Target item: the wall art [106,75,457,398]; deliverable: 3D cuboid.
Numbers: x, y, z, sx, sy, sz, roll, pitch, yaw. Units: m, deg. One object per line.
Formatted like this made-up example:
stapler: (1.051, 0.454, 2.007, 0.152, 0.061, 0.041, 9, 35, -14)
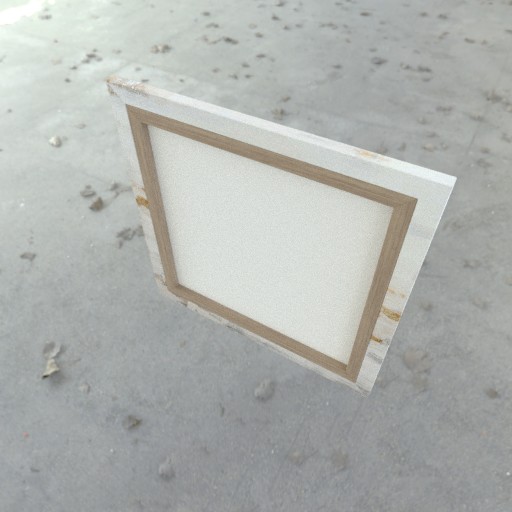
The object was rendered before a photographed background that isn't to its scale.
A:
wall art: (0.000, 0.000, 1.521, 1.015, 1.018, 0.040, 23, 51, 20)
